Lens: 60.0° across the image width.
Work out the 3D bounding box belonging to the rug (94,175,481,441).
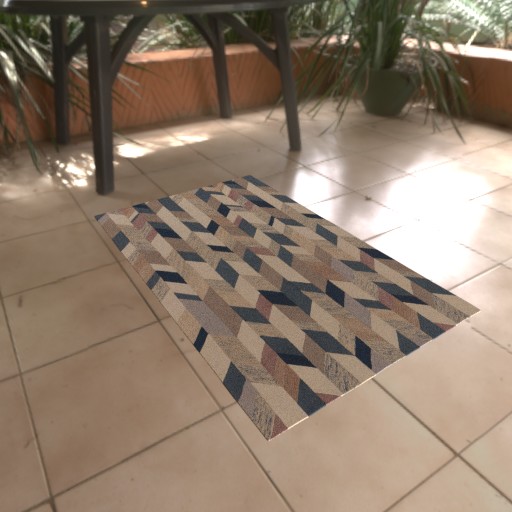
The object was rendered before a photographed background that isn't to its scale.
[{"bbox_3d":[0.000,0.000,3.048,1.513,0.008,2.423,-20,38,-28],"label":"rug"}]
